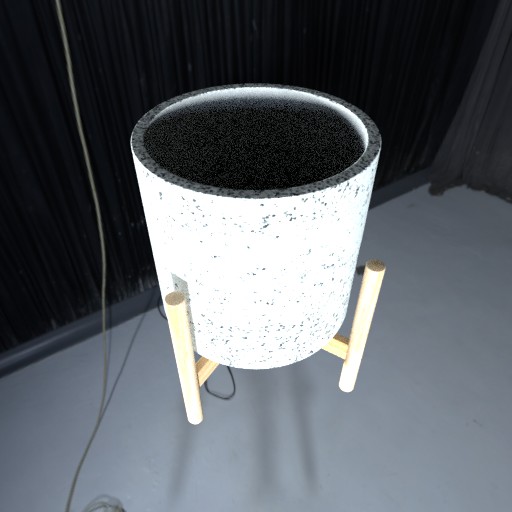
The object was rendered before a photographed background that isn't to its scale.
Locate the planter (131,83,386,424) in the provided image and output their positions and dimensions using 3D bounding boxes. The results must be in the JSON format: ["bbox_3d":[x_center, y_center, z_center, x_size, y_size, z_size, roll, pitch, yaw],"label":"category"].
[{"bbox_3d":[0.000,0.000,0.687,0.360,0.419,0.360,-25,48,-26],"label":"planter"}]
